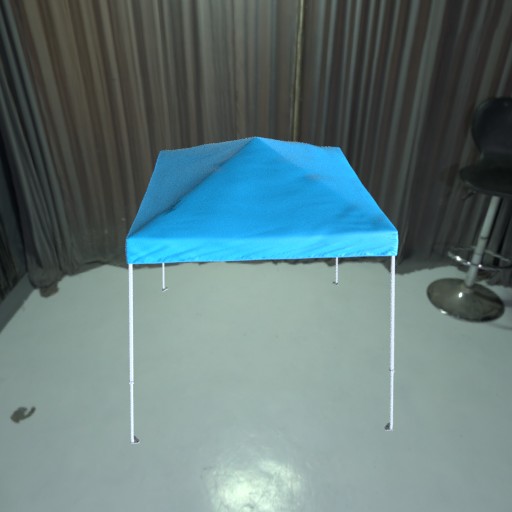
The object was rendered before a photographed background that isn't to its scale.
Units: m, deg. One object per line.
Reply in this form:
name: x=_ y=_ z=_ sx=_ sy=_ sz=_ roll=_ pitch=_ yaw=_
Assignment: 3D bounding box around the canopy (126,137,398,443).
canopy: x=0.000 y=0.000 z=5.267 sx=2.849 sy=2.849 sz=2.848 roll=-2 pitch=32 yaw=-3
